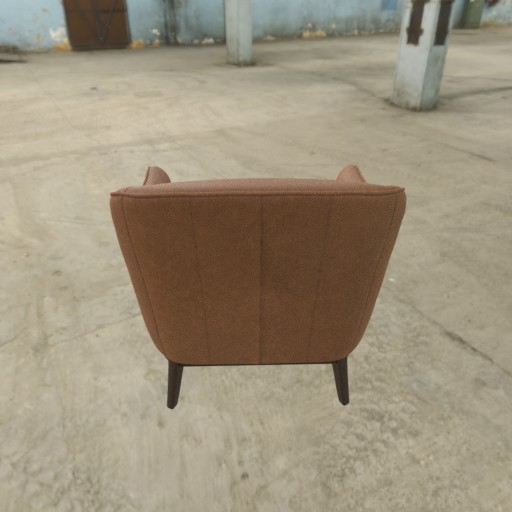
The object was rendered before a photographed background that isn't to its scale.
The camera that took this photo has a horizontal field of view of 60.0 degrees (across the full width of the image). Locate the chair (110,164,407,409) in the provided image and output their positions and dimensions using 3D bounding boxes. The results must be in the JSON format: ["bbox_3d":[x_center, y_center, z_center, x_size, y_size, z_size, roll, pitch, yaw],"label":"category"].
[{"bbox_3d":[0.000,0.000,1.570,0.871,0.830,0.852,-1,30,-1],"label":"chair"}]
